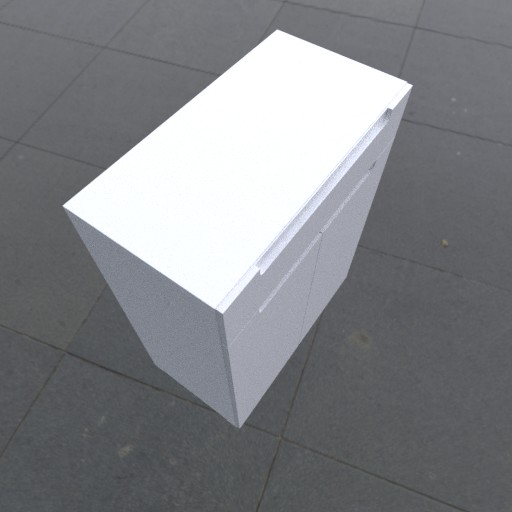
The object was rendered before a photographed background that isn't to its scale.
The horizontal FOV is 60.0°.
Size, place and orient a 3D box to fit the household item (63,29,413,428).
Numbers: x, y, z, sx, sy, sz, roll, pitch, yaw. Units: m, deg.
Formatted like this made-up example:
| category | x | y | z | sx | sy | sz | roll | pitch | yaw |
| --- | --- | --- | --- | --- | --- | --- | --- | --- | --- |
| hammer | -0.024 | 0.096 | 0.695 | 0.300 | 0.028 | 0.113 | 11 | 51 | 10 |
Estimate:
| category | x | y | z | sx | sy | sz | roll | pitch | yaw |
| --- | --- | --- | --- | --- | --- | --- | --- | --- | --- |
| household item | 0.000 | 0.000 | 1.450 | 0.420 | 1.010 | 0.790 | 31 | 63 | 18 |
